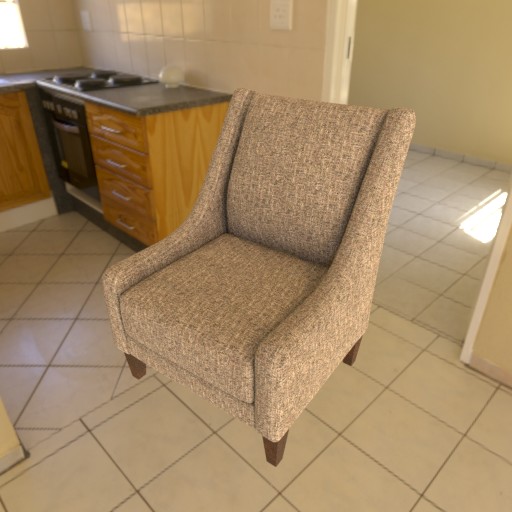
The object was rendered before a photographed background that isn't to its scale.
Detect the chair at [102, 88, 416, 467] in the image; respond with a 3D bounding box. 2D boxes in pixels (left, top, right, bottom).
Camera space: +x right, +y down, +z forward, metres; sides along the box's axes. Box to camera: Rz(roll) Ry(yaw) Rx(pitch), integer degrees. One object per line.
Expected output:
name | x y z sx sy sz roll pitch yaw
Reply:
chair | 0.000 0.000 1.642 0.774 1.014 0.870 20 35 30
